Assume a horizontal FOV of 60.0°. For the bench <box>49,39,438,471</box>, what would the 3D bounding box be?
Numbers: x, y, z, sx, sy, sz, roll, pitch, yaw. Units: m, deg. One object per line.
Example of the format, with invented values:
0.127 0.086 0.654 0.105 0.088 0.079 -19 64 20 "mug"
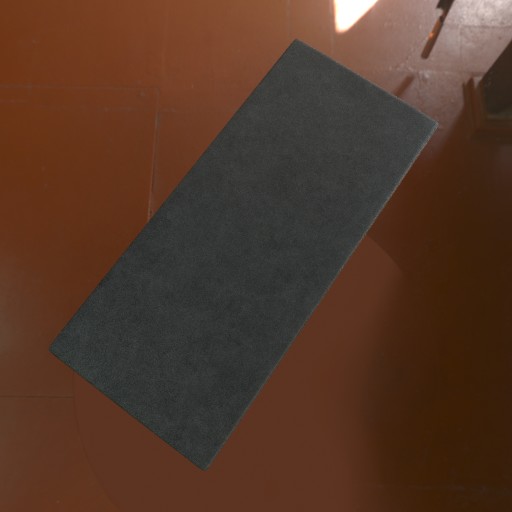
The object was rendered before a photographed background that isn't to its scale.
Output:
0.000 0.000 1.192 0.401 0.501 0.905 34 79 8 "bench"
